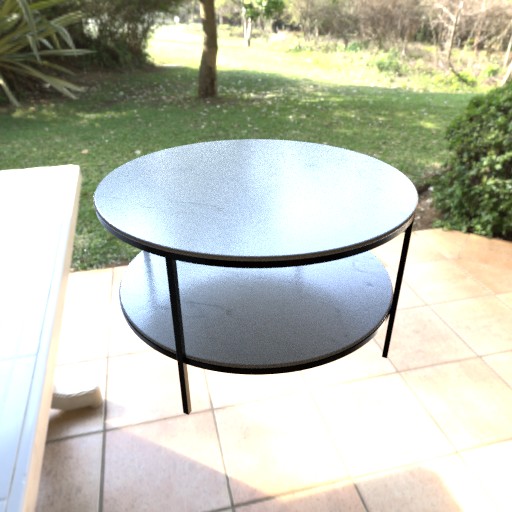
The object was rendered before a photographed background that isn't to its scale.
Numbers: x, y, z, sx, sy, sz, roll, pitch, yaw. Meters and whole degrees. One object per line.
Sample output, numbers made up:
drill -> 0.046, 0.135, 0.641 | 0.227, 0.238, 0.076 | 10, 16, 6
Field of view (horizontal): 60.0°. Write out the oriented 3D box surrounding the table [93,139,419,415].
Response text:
table -> 0.000, 0.000, 1.253 | 0.800, 0.450, 0.800 | 0, 30, 0
